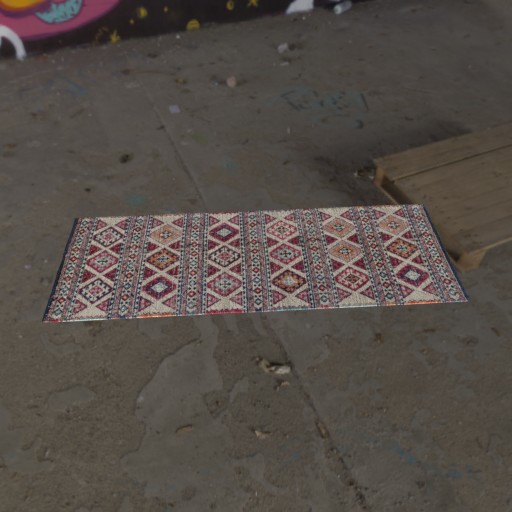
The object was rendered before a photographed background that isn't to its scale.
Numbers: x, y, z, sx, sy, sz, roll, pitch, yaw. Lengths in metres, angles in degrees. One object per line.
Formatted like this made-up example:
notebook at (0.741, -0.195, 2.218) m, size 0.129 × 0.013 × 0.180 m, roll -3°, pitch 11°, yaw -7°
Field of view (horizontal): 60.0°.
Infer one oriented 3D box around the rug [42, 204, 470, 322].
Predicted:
rug at (0.000, 0.000, 2.712) m, size 2.362 × 0.008 × 0.832 m, roll -3°, pitch 47°, yaw -2°
